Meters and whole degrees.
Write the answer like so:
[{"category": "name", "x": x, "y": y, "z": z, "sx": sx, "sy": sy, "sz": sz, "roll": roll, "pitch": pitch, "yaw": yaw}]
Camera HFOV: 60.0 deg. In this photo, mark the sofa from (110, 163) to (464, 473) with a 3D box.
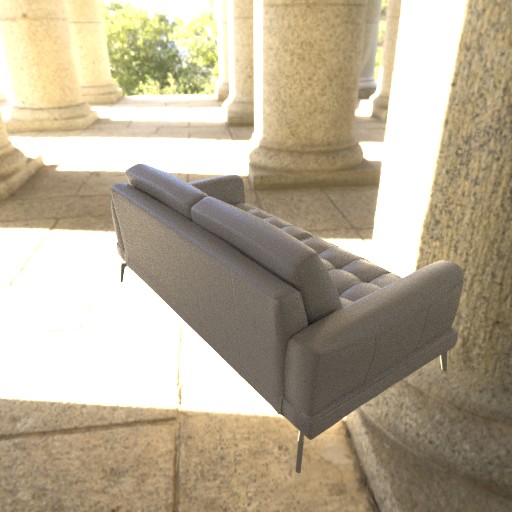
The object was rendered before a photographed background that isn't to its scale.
[{"category": "sofa", "x": 0.000, "y": 0.000, "z": 2.736, "sx": 1.121, "sy": 0.930, "sz": 2.177, "roll": -18, "pitch": 32, "yaw": -32}]
